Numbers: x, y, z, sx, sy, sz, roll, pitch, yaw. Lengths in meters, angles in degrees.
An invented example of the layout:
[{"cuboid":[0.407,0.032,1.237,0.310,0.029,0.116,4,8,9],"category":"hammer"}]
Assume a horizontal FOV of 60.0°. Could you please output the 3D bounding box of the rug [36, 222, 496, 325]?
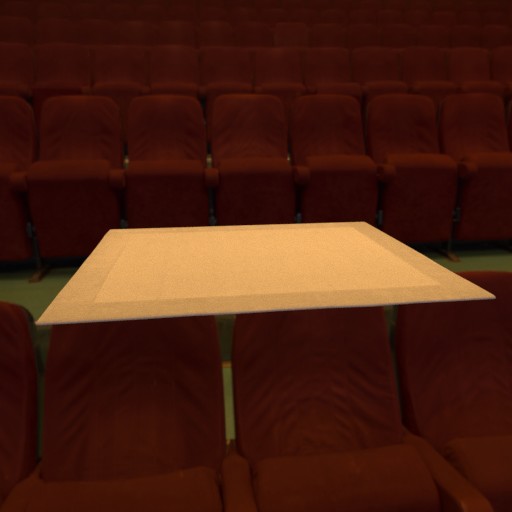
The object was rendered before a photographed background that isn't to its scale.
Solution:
[{"cuboid":[0.000,0.000,3.964,2.976,0.018,2.430,-2,17,-8],"category":"rug"}]
